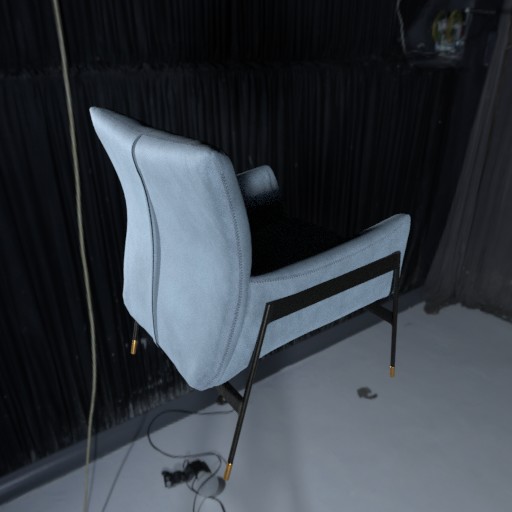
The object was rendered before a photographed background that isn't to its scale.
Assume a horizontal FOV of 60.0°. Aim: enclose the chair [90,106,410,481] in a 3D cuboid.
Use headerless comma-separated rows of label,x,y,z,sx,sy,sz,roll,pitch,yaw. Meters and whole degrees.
chair,0.000,0.000,1.361,0.709,0.858,0.678,-18,31,-32
